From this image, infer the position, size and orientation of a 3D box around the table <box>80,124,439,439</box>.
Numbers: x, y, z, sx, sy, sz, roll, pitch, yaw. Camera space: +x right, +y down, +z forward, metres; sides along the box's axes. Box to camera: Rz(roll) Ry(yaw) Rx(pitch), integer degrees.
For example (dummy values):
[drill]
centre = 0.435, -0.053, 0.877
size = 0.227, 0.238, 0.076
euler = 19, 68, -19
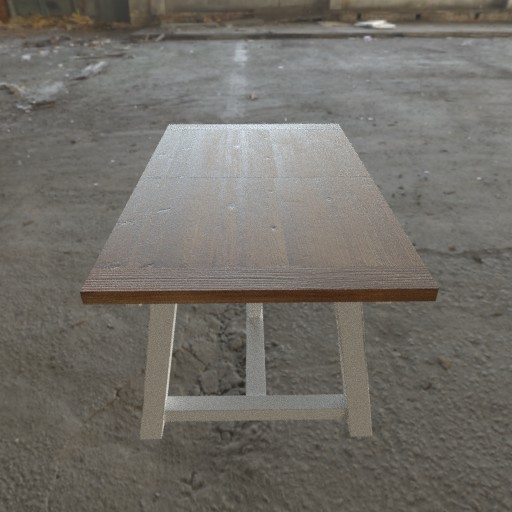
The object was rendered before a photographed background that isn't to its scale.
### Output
[table]
centre = 0.000, 0.000, 1.969
size = 0.922, 0.743, 1.503
euler = 0, 32, -1
